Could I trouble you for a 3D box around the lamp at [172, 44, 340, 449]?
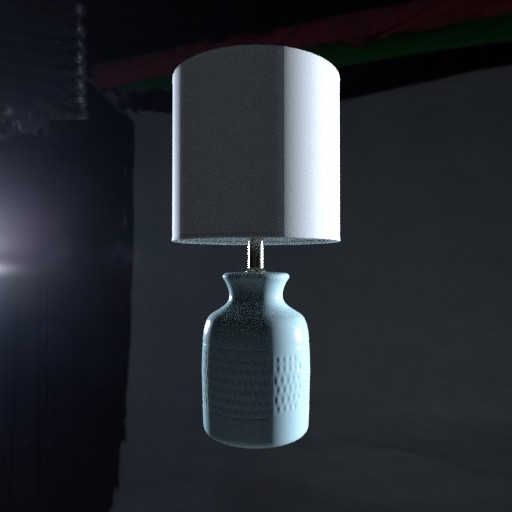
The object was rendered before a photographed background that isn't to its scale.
[{"bbox_3d":[0.000,0.000,1.120,0.418,0.871,0.418,0,-1,20],"label":"lamp"}]
